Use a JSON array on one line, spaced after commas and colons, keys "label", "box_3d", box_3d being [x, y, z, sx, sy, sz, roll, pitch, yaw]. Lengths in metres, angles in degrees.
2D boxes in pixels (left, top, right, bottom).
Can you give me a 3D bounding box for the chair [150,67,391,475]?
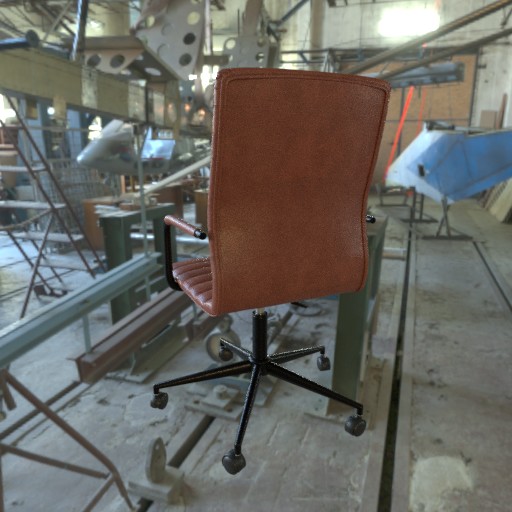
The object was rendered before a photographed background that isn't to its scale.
[{"label": "chair", "box_3d": [0.000, 0.000, 1.222, 0.600, 0.878, 0.578, -7, 16, -25]}]
